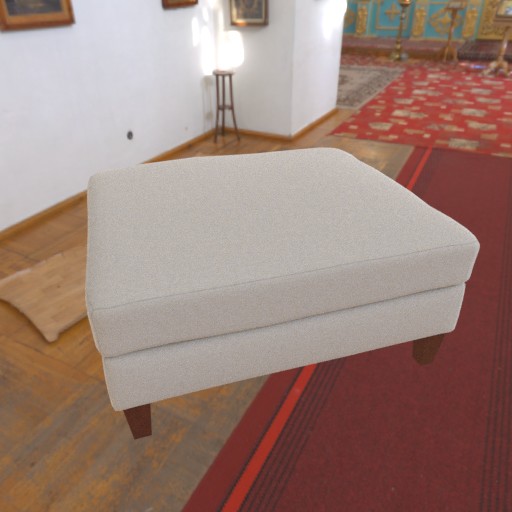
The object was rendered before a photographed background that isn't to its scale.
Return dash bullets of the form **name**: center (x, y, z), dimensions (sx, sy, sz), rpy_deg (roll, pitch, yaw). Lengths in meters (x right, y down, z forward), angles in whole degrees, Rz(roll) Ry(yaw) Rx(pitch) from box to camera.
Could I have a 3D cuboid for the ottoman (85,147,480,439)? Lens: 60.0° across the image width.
- **ottoman**: center (0.000, 0.000, 1.433), dimensions (0.976, 0.492, 0.836), rpy_deg (-9, 32, -15)
